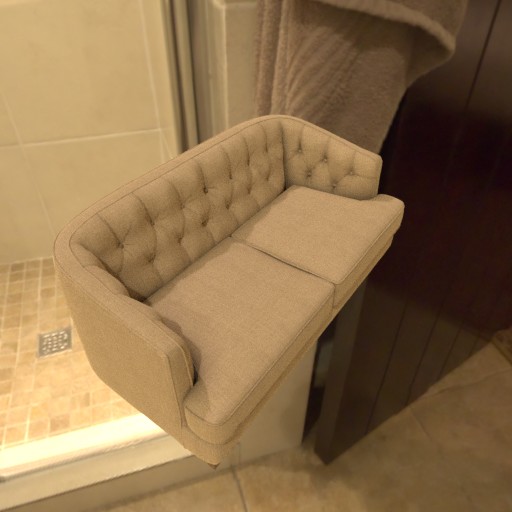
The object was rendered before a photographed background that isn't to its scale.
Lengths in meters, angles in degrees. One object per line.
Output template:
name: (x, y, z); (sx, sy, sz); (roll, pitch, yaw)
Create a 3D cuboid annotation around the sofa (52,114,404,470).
sofa: (0.000, 0.000, 2.231); (0.941, 0.855, 1.733); (24, 45, 27)
